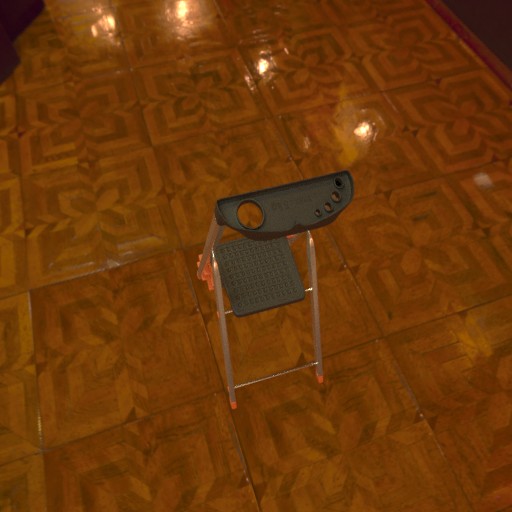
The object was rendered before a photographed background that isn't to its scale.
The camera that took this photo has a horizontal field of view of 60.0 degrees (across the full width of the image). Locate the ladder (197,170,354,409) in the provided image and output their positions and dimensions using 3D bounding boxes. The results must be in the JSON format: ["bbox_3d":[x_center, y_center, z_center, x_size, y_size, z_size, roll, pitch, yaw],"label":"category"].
[{"bbox_3d":[0.000,0.000,1.543,0.416,1.229,0.686,-14,60,-8],"label":"ladder"}]
